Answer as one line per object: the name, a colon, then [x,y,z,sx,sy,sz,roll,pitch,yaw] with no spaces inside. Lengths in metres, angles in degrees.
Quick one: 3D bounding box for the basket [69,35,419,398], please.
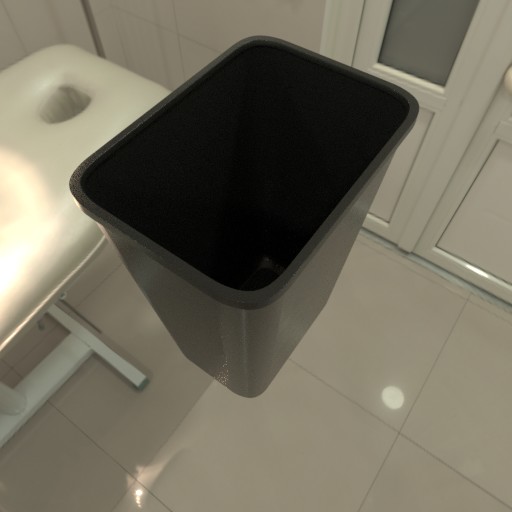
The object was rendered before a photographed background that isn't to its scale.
basket: [0.000,0.000,0.756,0.287,0.521,0.394,31,62,19]
